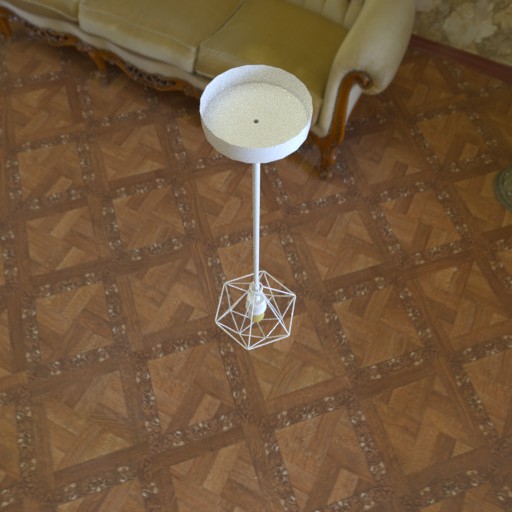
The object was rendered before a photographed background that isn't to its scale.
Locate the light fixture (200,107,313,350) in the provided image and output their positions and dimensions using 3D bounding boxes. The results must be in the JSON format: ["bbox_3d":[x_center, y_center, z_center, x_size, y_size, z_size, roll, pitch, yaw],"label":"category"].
[{"bbox_3d":[0.000,0.000,1.943,0.487,1.764,0.431,-17,65,-8],"label":"light fixture"}]
